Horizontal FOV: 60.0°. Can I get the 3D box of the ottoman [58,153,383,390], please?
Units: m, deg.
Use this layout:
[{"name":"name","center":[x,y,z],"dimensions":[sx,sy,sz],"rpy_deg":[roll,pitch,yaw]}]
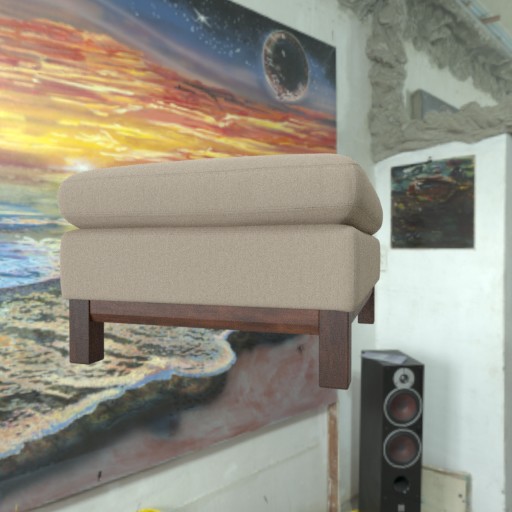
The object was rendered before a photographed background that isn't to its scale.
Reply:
[{"name":"ottoman","center":[0.000,0.000,1.131],"dimensions":[0.606,0.420,0.771],"rpy_deg":[0,1,18]}]
